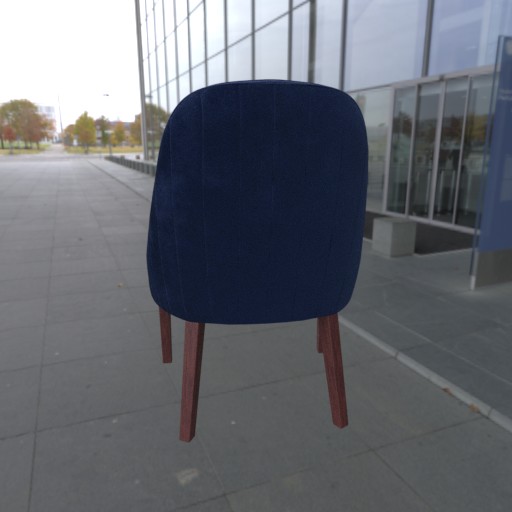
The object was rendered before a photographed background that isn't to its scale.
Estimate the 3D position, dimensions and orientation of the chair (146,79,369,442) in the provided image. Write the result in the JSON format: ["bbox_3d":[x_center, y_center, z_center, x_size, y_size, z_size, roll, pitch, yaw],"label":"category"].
[{"bbox_3d":[0.000,0.000,1.283,0.643,0.889,0.575,-2,14,-8],"label":"chair"}]
